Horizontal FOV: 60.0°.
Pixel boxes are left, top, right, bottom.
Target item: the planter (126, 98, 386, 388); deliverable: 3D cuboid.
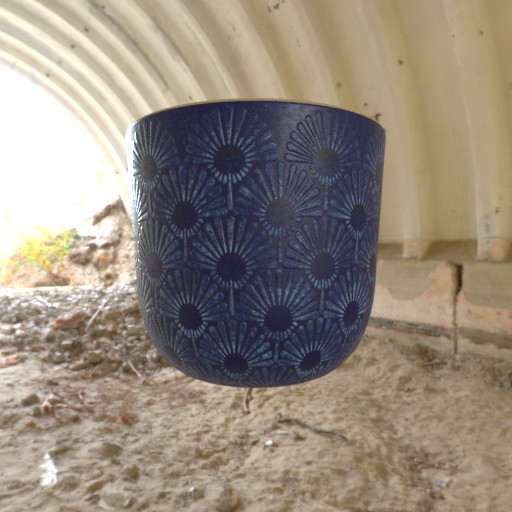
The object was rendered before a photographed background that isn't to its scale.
[{"bbox_3d":[0.000,0.000,0.367,0.206,0.190,0.206,0,0,0],"label":"planter"}]
